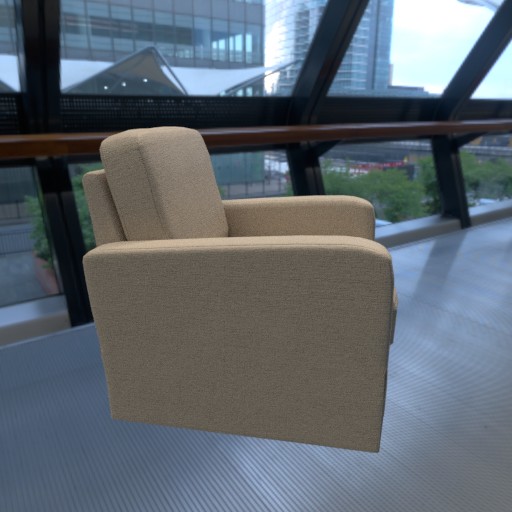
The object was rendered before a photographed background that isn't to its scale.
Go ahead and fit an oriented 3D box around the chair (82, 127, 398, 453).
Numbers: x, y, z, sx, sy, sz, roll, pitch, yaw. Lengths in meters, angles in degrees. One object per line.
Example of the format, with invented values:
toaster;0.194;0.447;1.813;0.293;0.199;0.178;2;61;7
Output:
chair;0.000;0.000;1.480;0.888;0.827;0.755;3;17;10
